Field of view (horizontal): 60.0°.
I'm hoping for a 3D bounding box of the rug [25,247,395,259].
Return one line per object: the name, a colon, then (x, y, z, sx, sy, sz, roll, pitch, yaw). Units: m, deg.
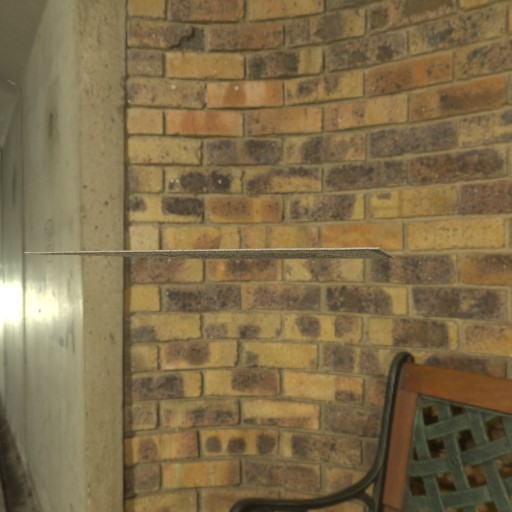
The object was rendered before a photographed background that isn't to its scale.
rug: (0.000, 0.000, 4.198, 2.451, 0.026, 3.069, 0, -1, 19)
